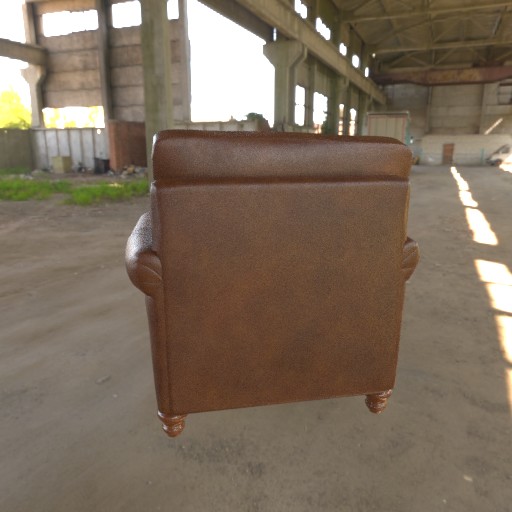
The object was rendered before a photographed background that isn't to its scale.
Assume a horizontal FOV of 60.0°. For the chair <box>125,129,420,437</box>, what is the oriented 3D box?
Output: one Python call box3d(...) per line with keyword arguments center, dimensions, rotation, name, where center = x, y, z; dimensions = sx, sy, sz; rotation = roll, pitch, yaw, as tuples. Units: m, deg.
box3d(center=(0.000, 0.000, 1.814), dimensions=(0.989, 0.972, 0.992), rotation=(-3, 14, -10), name="chair")
